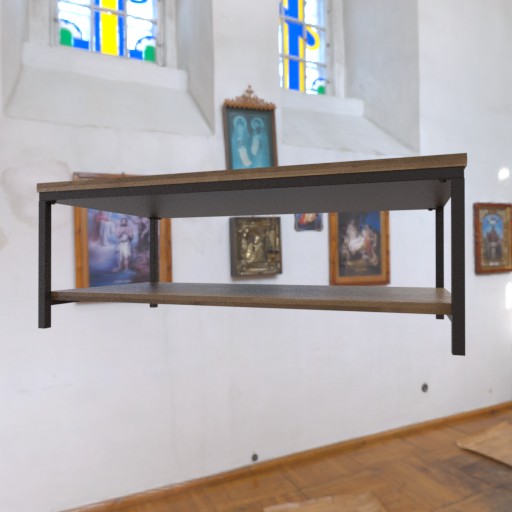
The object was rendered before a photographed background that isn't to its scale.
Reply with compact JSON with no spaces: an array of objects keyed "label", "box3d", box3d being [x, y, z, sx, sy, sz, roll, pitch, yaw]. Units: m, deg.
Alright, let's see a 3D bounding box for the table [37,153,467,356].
[{"label":"table","box3d":[0.000,0.000,1.300,1.062,0.393,0.574,0,0,19]}]
